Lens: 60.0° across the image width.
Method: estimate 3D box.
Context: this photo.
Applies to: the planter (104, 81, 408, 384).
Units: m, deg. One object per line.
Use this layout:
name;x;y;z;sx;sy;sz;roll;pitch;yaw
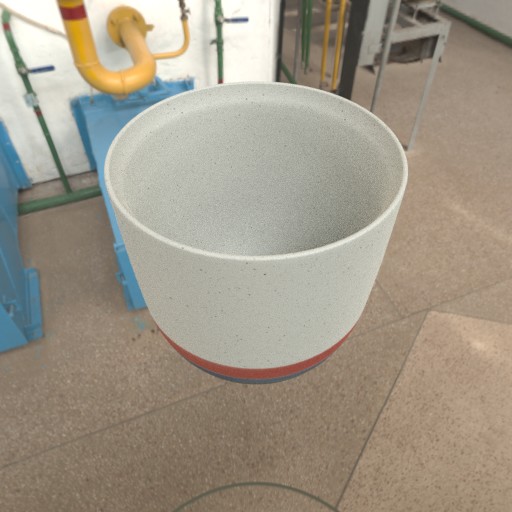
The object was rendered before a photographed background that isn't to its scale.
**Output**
planter;0.000;0.000;0.382;0.204;0.214;0.204;0;47;0
